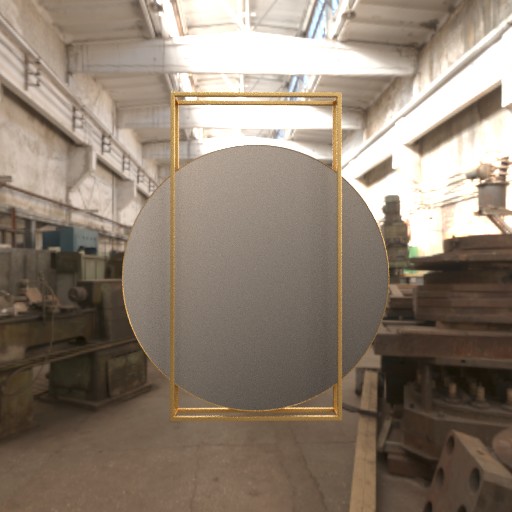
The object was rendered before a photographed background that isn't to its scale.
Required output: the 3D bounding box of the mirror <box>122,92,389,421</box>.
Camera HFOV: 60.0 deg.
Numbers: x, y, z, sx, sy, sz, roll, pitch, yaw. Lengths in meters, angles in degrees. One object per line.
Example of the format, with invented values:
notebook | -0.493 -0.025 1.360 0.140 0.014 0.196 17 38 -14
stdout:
mirror | 0.000 0.000 0.838 0.508 0.603 0.051 0 -1 -1
